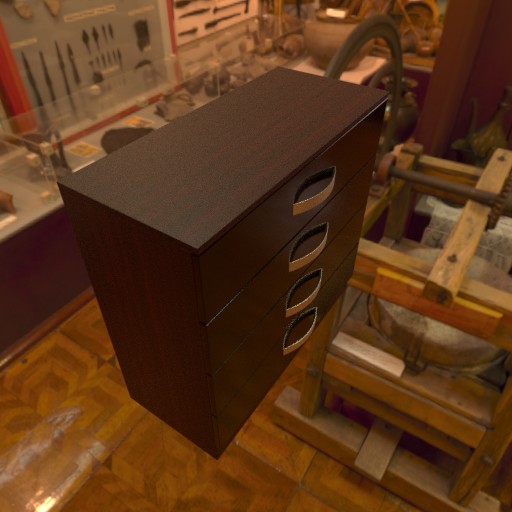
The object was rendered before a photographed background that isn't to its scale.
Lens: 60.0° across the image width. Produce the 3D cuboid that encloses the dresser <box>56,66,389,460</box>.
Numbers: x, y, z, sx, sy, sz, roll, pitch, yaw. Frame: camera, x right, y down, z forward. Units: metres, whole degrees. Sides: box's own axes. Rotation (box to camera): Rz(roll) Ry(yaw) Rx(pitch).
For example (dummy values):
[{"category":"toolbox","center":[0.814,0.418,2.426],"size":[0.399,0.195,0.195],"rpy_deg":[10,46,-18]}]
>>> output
[{"category":"dresser","center":[0.000,0.000,1.192],"size":[0.360,0.720,0.750],"rpy_deg":[24,47,25]}]
